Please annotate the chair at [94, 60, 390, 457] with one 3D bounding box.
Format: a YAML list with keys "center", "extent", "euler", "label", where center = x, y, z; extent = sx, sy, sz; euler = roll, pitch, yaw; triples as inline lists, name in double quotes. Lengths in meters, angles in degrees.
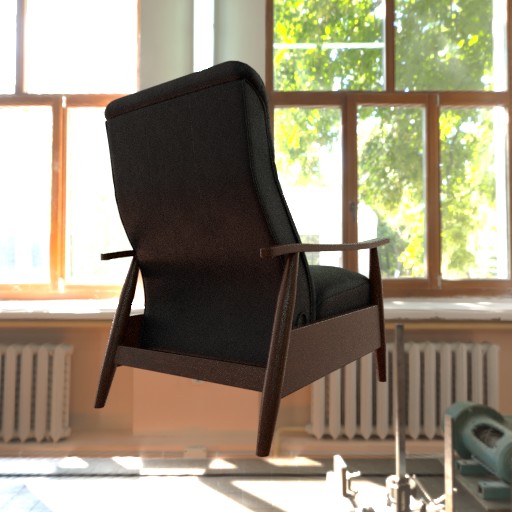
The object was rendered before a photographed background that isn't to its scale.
- center: [0.000, 0.000, 1.774]
  extent: [0.762, 1.082, 1.014]
  euler: [-1, -2, 35]
  label: "chair"
